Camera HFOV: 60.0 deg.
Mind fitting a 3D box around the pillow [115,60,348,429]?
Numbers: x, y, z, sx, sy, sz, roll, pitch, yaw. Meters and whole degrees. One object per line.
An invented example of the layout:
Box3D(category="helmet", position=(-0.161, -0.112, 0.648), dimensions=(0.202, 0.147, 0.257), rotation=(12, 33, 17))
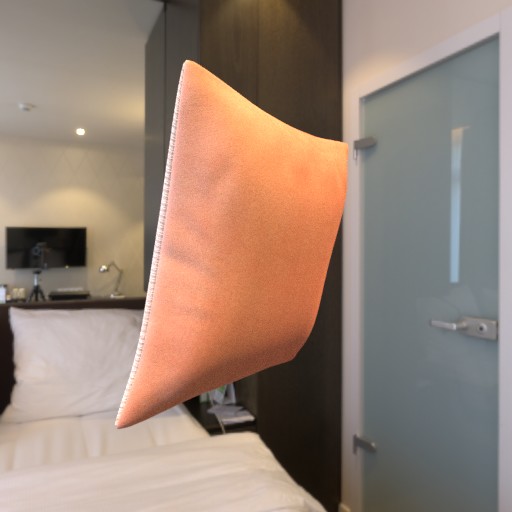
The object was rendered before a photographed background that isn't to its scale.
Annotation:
Box3D(category="pillow", position=(0.000, 0.000, 0.655), dimensions=(0.177, 0.401, 0.424), rotation=(0, 0, 34))
